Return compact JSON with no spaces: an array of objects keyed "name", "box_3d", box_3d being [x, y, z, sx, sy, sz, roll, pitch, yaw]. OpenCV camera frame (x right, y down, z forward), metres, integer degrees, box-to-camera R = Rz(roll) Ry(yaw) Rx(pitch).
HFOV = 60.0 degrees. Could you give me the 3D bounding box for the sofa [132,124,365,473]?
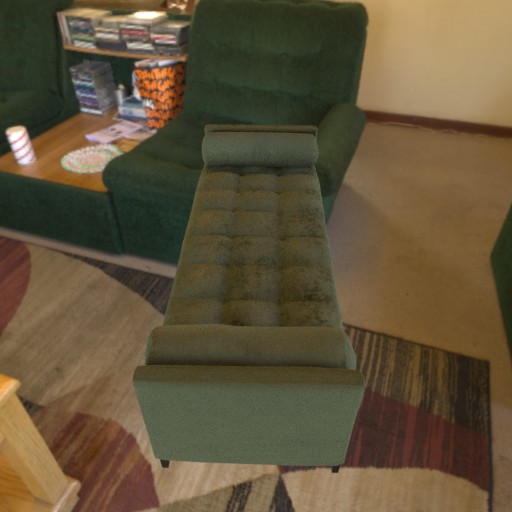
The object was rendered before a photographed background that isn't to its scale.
[{"name":"sofa","box_3d":[0.000,0.000,2.458,0.817,0.681,2.130,1,40,1]}]
